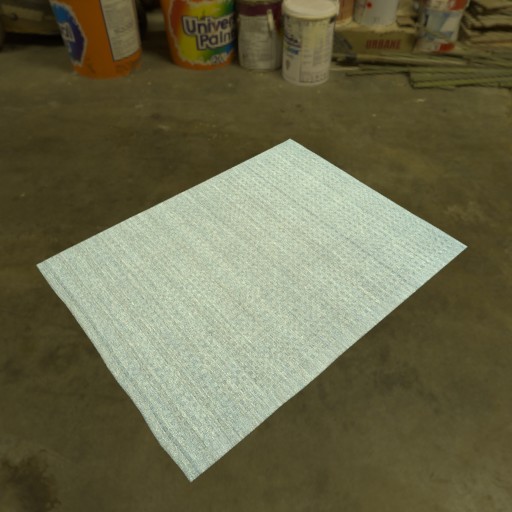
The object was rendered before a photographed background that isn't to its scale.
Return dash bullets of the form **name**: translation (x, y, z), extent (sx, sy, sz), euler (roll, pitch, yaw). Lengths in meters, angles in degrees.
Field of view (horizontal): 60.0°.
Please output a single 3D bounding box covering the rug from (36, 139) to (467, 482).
- **rug**: translation (0.000, 0.000, 4.124), extent (3.200, 0.007, 2.443), euler (-32, 55, -26)
